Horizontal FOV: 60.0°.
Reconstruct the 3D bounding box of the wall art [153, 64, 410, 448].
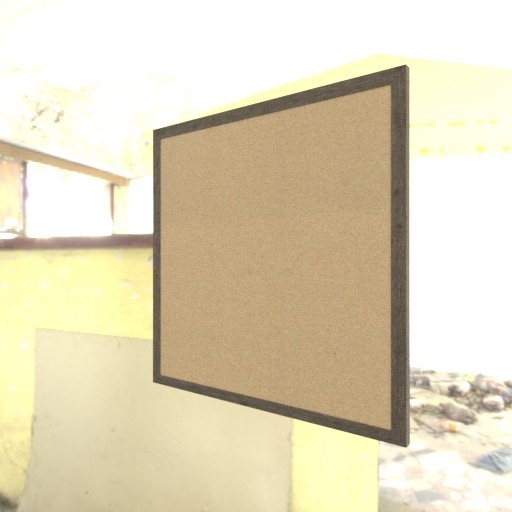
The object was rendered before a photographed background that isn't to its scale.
[{"bbox_3d":[0.000,0.000,0.670,0.457,0.457,0.013,0,0,37],"label":"wall art"}]
